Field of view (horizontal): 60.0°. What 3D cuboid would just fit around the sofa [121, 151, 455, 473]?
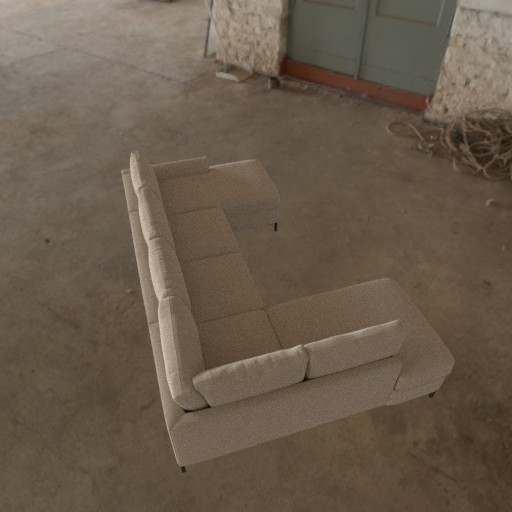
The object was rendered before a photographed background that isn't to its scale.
[{"bbox_3d":[0.000,0.000,3.879,1.989,0.862,2.984,-12,44,-13],"label":"sofa"}]
